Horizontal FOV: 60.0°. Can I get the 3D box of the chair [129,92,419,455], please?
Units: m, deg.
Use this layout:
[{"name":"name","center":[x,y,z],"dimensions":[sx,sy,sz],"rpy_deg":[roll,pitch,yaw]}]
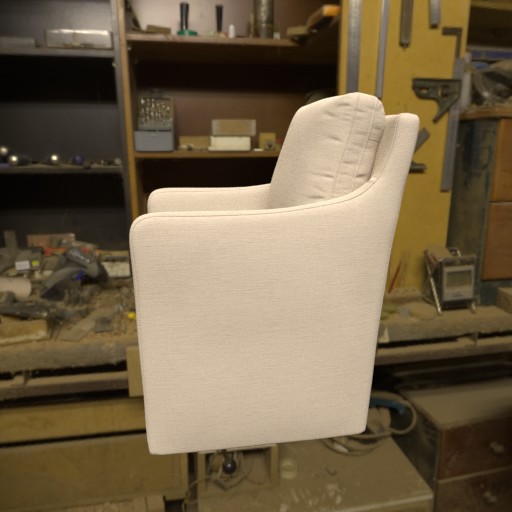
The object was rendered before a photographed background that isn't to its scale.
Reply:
[{"name":"chair","center":[0.000,0.000,1.358],"dimensions":[0.694,0.914,0.626],"rpy_deg":[-2,15,-9]}]
